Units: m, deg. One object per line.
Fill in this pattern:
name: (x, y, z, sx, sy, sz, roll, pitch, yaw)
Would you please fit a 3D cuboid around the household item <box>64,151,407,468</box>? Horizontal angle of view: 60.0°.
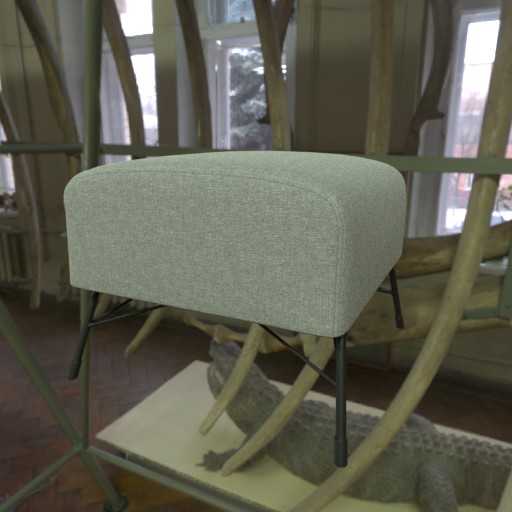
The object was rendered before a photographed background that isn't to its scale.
household item: (0.000, 0.000, 0.889, 0.530, 0.410, 0.530, 7, 16, 25)
